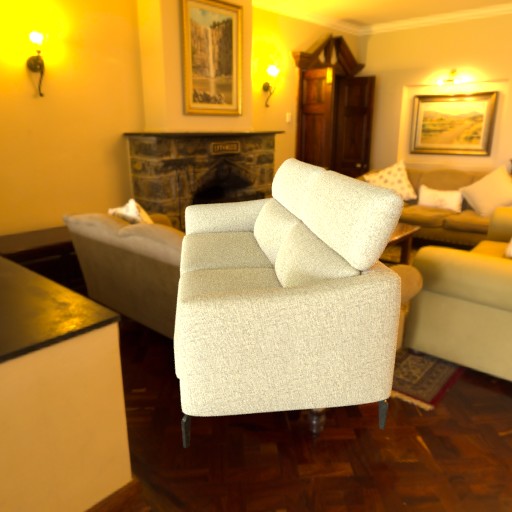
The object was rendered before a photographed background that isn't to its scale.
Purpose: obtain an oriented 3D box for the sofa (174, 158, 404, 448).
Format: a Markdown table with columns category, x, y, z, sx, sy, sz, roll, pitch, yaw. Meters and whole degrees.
| category | x | y | z | sx | sy | sz | roll | pitch | yaw |
| --- | --- | --- | --- | --- | --- | --- | --- | --- | --- |
| sofa | 0.000 | 0.000 | 2.484 | 0.856 | 0.956 | 2.015 | -2 | 16 | -8 |
